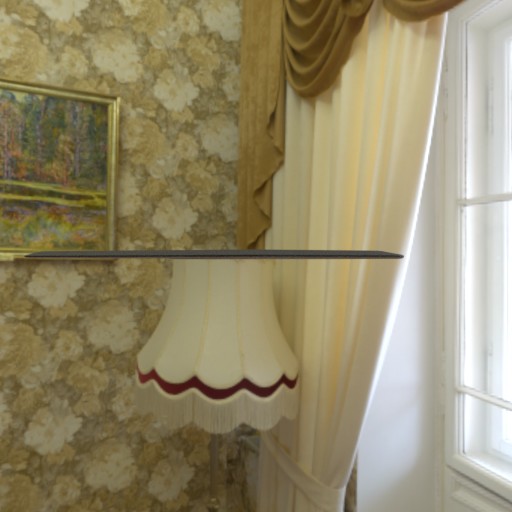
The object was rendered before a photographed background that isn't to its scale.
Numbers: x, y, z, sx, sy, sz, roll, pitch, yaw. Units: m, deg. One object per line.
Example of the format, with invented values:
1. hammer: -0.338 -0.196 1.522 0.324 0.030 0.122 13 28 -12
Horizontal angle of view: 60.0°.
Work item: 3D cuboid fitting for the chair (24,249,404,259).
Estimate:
1. chair: 0.000 0.000 1.926 1.219 0.024 1.372 0 -1 18
